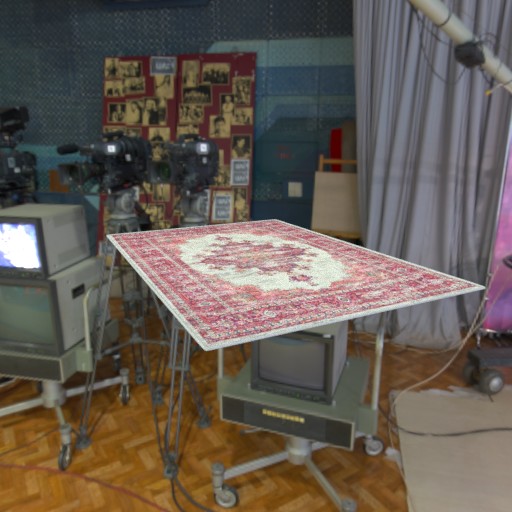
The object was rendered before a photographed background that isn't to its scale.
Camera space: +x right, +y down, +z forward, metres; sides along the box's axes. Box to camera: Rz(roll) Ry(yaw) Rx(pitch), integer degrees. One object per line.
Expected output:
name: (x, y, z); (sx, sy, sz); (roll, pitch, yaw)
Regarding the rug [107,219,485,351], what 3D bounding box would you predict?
rug: (0.000, 0.000, 2.923); (1.555, 0.011, 2.232); (-7, 17, -26)
